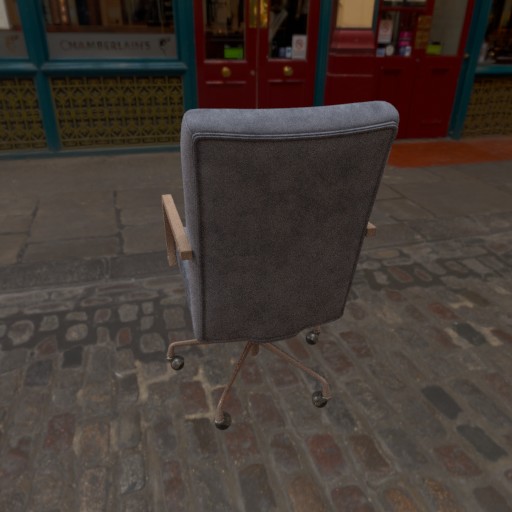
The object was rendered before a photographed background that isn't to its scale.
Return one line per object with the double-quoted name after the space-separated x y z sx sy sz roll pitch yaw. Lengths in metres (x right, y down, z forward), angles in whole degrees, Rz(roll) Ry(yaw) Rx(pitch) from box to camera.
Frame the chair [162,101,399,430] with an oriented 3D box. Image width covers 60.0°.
0.000 0.000 1.455 0.640 1.029 0.741 -7 28 -14 "chair"
